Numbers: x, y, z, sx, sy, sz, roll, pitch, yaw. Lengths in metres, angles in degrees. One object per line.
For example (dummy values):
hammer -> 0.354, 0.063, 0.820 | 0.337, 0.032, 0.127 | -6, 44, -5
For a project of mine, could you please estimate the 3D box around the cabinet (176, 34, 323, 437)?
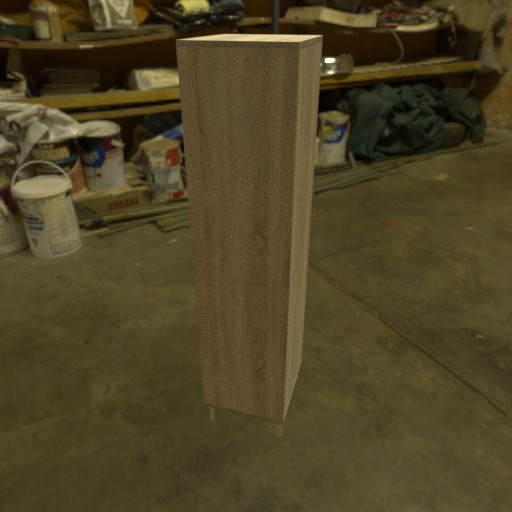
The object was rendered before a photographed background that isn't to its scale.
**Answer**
cabinet -> 0.000, 0.000, 2.214 | 0.450, 1.960, 0.510 | 8, 30, 14
